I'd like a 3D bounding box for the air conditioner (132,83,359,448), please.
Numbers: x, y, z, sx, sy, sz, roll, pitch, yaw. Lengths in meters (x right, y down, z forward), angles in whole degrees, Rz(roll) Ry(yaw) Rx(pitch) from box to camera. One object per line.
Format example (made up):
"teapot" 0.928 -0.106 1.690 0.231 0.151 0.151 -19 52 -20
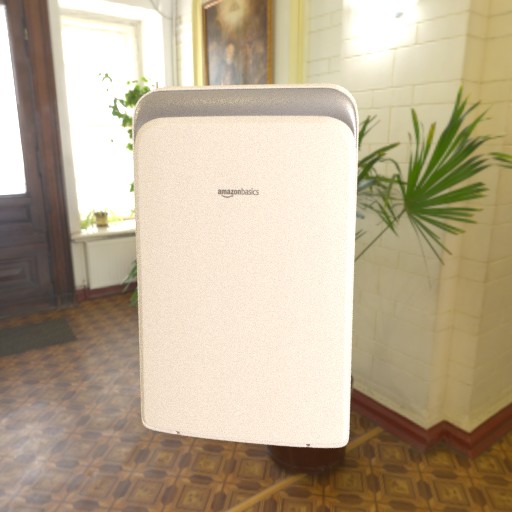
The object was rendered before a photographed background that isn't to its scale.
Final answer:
"air conditioner" 0.000 0.000 1.063 0.478 0.765 0.467 2 14 8
